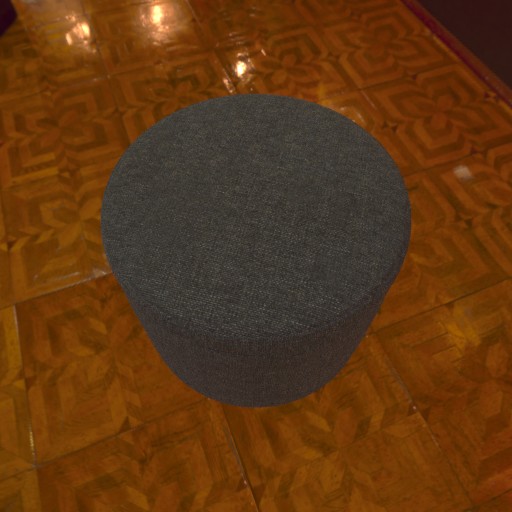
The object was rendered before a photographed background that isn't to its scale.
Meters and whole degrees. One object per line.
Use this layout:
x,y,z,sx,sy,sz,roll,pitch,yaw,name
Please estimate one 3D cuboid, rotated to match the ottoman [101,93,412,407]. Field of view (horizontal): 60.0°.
0.000,0.000,0.902,0.520,0.430,0.520,0,59,0,ottoman
